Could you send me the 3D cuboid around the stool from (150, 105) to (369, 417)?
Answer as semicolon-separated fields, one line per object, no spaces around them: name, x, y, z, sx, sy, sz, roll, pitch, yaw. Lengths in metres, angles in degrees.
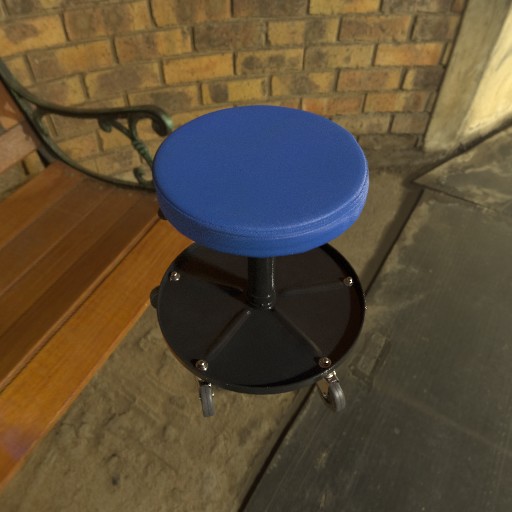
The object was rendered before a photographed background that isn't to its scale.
stool;0.000;0.000;0.684;0.382;0.365;0.381;-4;47;-4
